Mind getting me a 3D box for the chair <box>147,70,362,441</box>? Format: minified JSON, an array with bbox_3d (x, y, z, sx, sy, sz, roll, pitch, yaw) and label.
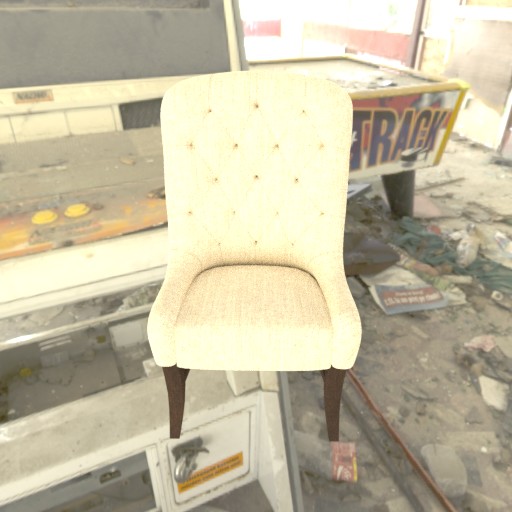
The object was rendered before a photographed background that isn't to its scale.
[{"bbox_3d":[0.000,0.000,1.499,0.634,1.091,0.629,1,31,1],"label":"chair"}]
